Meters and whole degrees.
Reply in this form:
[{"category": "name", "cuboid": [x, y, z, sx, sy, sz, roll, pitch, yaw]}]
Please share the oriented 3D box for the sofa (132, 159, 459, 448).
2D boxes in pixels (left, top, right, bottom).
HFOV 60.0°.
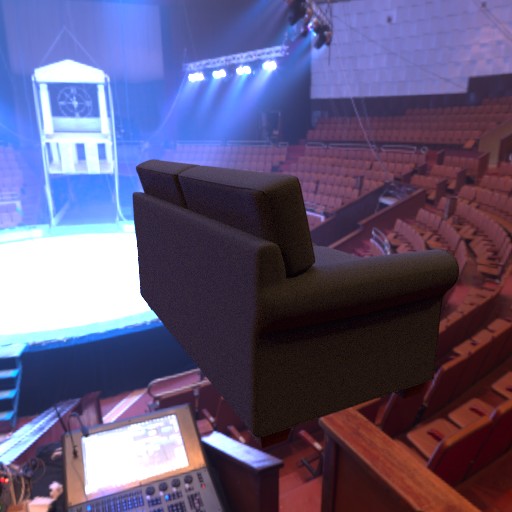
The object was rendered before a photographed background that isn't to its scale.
[{"category": "sofa", "cuboid": [0.000, 0.000, 2.483, 0.940, 1.020, 1.930, -7, 16, -27]}]
